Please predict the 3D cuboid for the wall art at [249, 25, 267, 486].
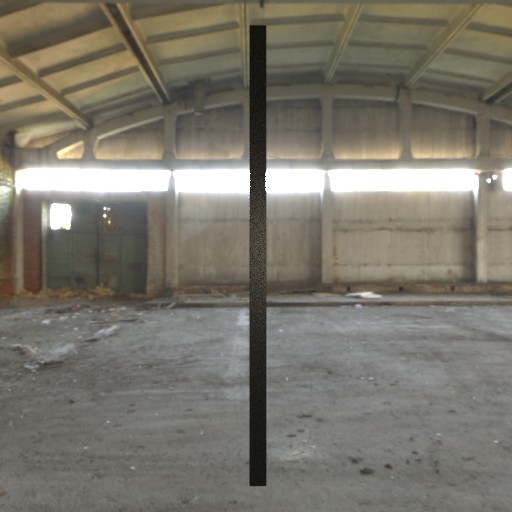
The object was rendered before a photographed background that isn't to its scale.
[{"bbox_3d":[0.000,0.000,1.422,0.039,1.061,0.804,0,0,-1],"label":"wall art"}]
